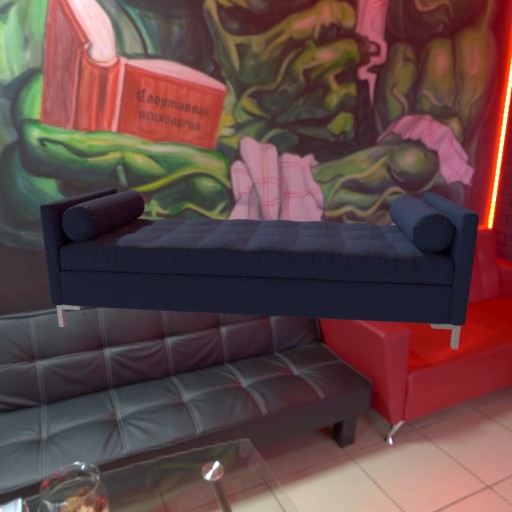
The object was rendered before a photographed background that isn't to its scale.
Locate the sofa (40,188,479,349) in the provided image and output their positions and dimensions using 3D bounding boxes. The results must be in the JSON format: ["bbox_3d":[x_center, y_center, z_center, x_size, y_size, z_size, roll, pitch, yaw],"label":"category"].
[{"bbox_3d":[0.000,0.000,2.508,2.102,0.657,0.797,2,15,7],"label":"sofa"}]
